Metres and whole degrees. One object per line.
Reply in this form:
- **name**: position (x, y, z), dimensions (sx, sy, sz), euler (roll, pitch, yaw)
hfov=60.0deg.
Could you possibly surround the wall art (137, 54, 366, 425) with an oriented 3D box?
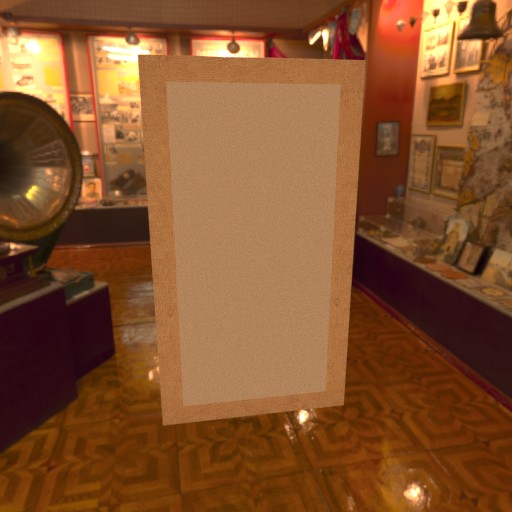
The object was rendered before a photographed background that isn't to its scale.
- **wall art**: position (0.000, 0.000, 0.830), dimensions (0.381, 0.683, 0.013), euler (-3, 16, -10)
